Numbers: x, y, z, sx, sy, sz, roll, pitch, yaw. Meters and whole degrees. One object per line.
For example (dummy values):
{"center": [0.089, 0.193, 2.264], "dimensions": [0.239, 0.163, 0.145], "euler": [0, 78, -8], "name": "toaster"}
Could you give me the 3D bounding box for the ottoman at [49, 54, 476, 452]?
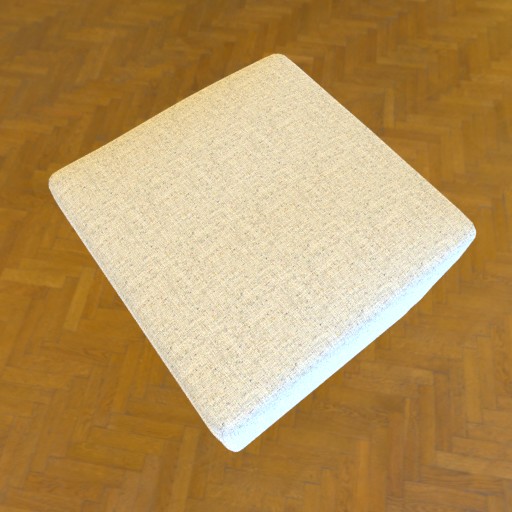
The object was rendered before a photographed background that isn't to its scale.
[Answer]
{"center": [0.000, 0.000, 0.884], "dimensions": [0.512, 0.453, 0.521], "euler": [-35, 69, -15], "name": "ottoman"}
